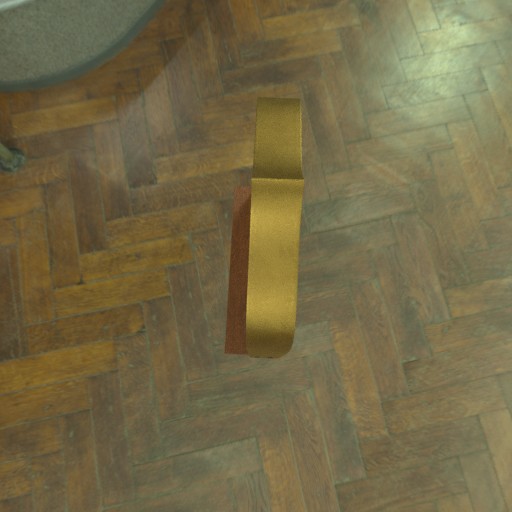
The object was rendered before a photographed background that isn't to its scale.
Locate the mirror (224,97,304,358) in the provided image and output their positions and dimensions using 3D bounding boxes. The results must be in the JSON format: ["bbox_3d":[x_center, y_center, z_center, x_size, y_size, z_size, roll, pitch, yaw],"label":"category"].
[{"bbox_3d":[0.000,0.000,0.733,0.096,0.613,0.323,3,76,1],"label":"mirror"}]
